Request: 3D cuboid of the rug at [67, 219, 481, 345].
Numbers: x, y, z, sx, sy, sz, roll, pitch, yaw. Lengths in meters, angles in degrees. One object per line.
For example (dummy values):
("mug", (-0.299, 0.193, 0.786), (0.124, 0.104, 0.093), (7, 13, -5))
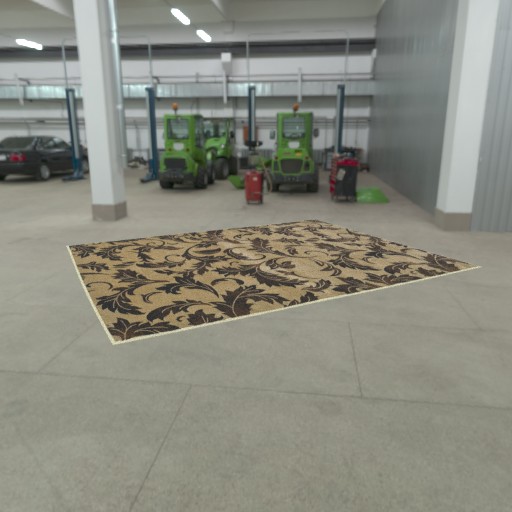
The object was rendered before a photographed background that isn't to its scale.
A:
("rug", (0.000, 0.000, 3.988), (2.977, 0.008, 2.380), (-8, 18, -27))
